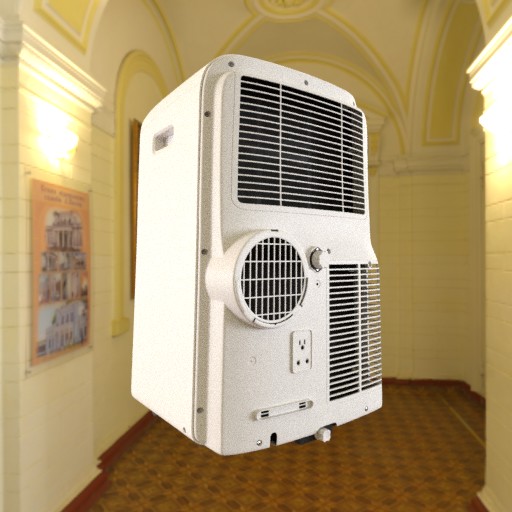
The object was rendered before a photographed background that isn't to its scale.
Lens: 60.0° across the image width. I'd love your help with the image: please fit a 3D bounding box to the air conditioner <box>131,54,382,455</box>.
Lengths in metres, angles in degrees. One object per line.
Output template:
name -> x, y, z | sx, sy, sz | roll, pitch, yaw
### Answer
air conditioner -> 0.000, 0.000, 1.054 | 0.478, 0.765, 0.467 | 0, 0, -38
